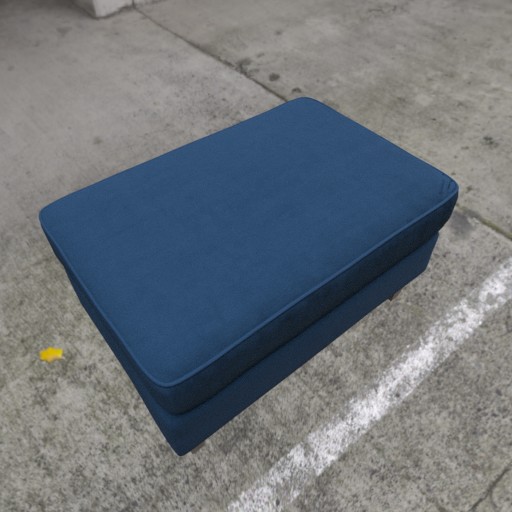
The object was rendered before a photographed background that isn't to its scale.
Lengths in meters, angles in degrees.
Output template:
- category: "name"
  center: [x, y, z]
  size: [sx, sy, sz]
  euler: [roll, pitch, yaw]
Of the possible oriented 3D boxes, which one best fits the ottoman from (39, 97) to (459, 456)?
- category: "ottoman"
  center: [0.000, 0.000, 1.187]
  size: [0.862, 0.484, 0.583]
  euler: [-31, 54, -25]
